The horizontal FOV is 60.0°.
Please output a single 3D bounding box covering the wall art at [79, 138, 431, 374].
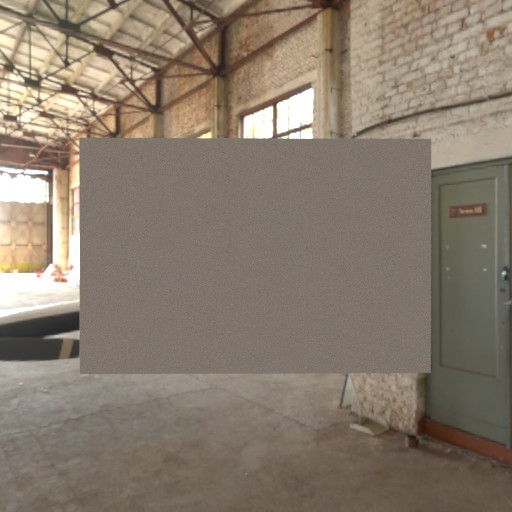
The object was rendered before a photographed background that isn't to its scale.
[{"bbox_3d":[0.000,0.000,1.148,0.898,0.601,0.038,0,0,0],"label":"wall art"}]
